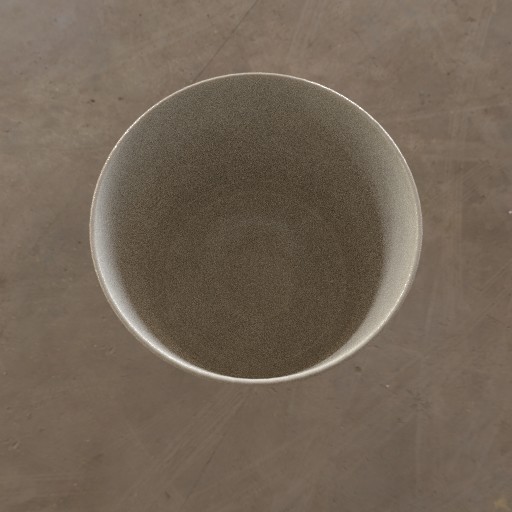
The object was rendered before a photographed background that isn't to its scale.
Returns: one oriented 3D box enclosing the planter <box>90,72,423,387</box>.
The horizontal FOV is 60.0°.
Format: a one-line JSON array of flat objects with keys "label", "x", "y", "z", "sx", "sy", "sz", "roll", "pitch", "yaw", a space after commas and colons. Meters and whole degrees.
[{"label": "planter", "x": 0.000, "y": 0.000, "z": 0.448, "sx": 0.250, "sy": 0.239, "sz": 0.250, "roll": 0, "pitch": 74, "yaw": 0}]
